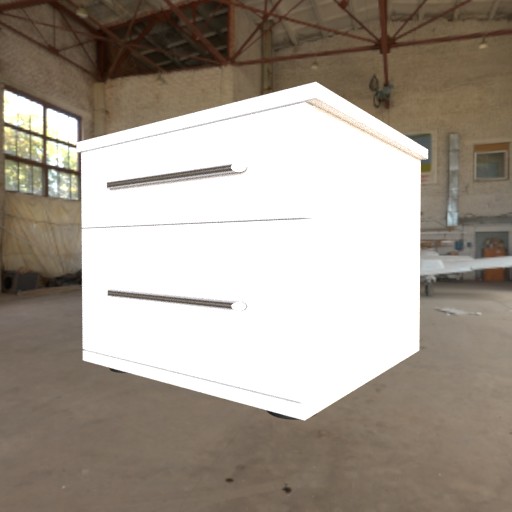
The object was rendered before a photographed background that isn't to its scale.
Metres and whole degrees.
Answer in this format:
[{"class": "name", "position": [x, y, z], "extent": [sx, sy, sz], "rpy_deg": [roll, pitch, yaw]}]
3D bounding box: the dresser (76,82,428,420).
[{"class": "dresser", "position": [0.000, 0.000, 0.724], "extent": [0.430, 0.360, 0.400], "rpy_deg": [1, 1, 37]}]
